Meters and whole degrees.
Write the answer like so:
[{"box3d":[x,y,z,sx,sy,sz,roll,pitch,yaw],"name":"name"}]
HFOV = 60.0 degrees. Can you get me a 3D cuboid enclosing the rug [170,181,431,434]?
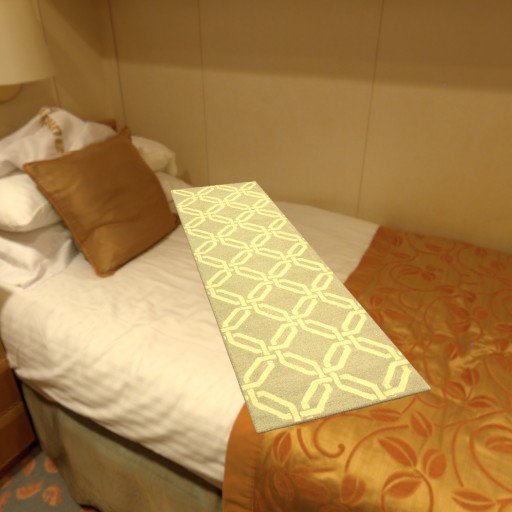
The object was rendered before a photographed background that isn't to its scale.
[{"box3d":[0.000,0.000,2.503,0.678,0.014,2.276,-9,31,-14],"name":"rug"}]
